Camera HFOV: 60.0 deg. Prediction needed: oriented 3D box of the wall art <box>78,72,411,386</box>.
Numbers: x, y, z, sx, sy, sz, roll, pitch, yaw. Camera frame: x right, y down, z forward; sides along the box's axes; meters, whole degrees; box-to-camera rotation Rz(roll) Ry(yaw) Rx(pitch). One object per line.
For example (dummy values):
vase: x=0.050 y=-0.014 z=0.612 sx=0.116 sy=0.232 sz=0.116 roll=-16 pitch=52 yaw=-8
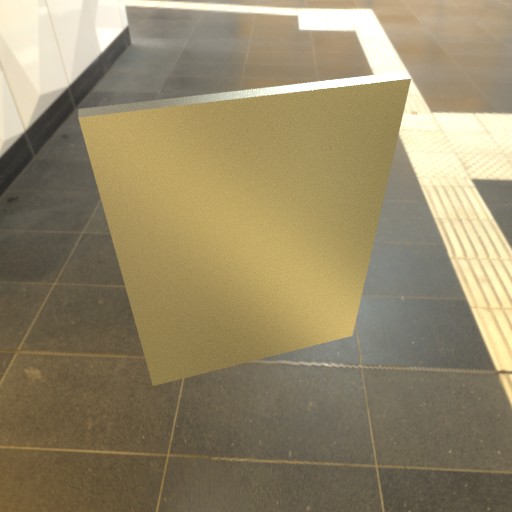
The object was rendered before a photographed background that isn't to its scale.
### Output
wall art: x=0.000 y=0.000 z=0.767 sx=0.444 sy=0.569 sz=0.025 roll=-11 pitch=43 yaw=-12
